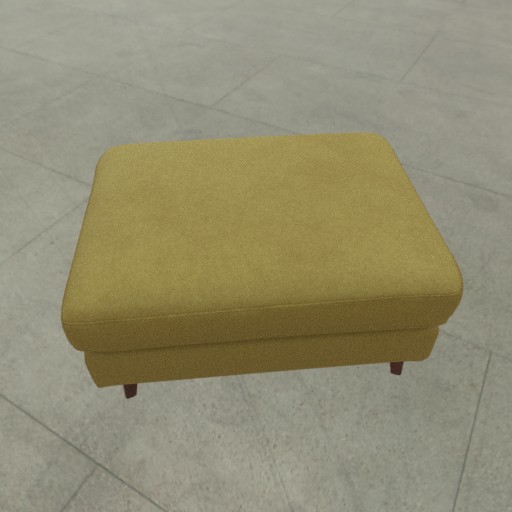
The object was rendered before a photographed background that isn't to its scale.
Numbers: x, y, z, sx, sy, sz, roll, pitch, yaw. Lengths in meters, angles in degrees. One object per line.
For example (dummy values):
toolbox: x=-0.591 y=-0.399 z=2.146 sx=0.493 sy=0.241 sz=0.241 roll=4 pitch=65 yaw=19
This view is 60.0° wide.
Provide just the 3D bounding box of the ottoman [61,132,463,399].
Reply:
ottoman: x=0.000 y=0.000 z=1.146 sx=0.811 sy=0.449 sz=0.608 roll=-4 pitch=46 yaw=-4
